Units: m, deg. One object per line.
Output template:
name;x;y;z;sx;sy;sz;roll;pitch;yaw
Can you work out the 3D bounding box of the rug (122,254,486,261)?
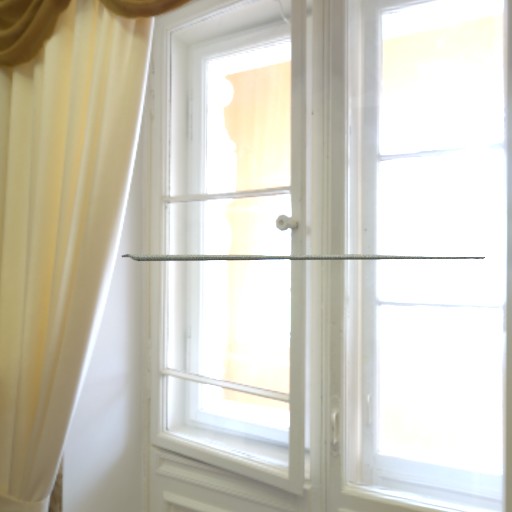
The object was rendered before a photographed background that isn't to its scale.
rug;0.000;0.000;4.359;2.461;0.046;3.237;0;0;-18
